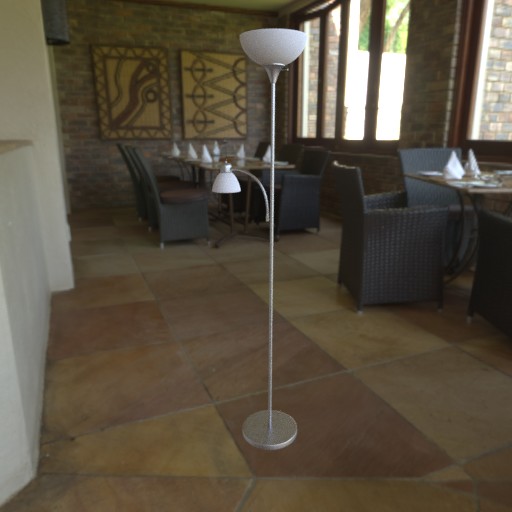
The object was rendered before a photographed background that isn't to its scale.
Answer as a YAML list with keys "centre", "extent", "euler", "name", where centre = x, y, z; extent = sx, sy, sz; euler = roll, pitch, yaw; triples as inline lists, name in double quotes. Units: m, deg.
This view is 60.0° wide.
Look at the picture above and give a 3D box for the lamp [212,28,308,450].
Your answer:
- centre: [0.000, 0.000, 2.011]
  extent: [0.425, 1.804, 0.279]
  euler: [7, 17, 25]
  name: "lamp"
